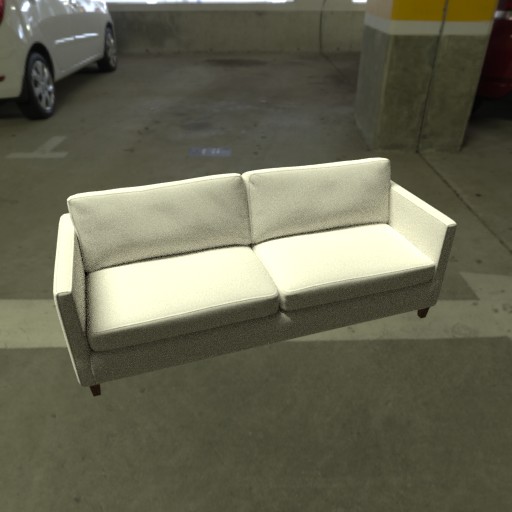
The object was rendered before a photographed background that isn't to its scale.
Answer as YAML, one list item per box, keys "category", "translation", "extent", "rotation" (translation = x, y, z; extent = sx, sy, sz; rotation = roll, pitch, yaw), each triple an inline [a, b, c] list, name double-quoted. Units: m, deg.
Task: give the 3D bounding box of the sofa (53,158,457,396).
- category: "sofa"
  translation: [0.000, 0.000, 2.922]
  extent: [2.361, 0.962, 0.951]
  rotation: [-10, 33, -16]
